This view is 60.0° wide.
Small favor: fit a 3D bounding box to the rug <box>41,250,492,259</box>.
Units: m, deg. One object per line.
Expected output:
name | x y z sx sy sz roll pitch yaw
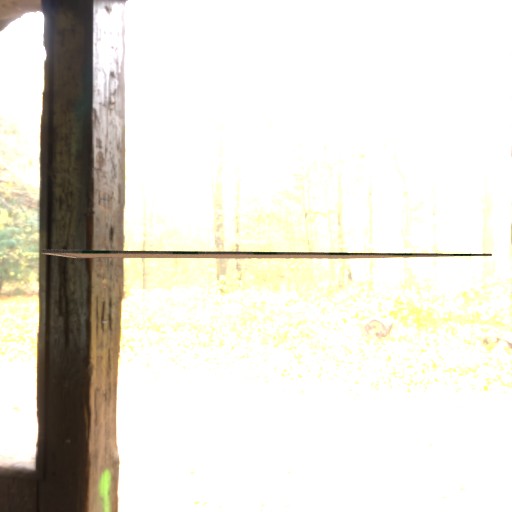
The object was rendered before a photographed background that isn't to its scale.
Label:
rug | 0.000 0.000 2.276 1.829 0.012 1.210 0 -1 -17
